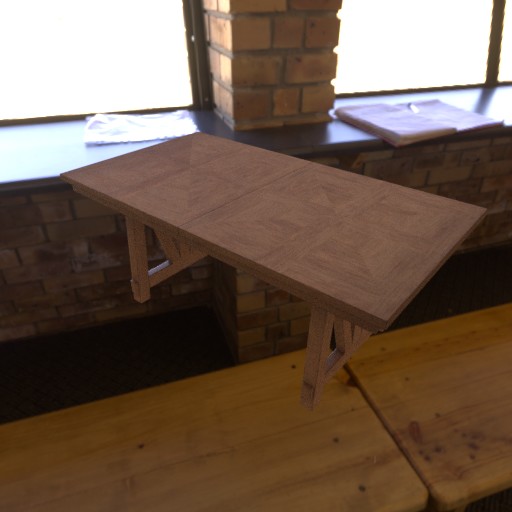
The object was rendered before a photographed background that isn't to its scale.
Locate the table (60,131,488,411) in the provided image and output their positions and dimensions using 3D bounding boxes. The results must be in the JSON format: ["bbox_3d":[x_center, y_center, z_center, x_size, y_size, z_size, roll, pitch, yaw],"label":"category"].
[{"bbox_3d":[0.000,0.000,2.384,1.881,0.768,1.016,24,39,33],"label":"table"}]
